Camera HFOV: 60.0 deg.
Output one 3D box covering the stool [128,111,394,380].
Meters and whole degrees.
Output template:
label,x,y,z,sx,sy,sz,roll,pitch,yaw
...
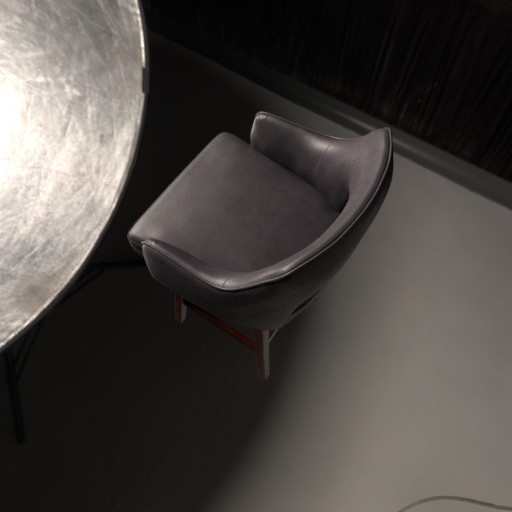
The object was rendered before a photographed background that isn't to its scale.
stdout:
label,x,y,z,sx,sy,sz,roll,pitch,yaw
stool,0.000,0.000,1.383,0.560,1.041,0.550,31,67,15
